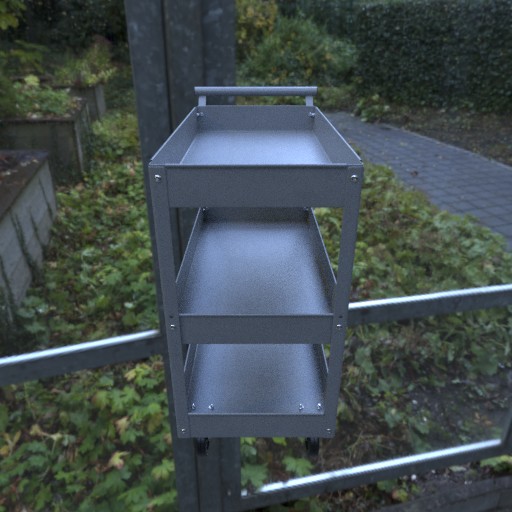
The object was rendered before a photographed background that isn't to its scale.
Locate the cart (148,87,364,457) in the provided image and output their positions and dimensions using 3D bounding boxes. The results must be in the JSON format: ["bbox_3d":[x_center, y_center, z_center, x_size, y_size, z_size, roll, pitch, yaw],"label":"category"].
[{"bbox_3d":[0.000,0.000,1.183,0.366,0.780,0.719,0,27,0],"label":"cart"}]
